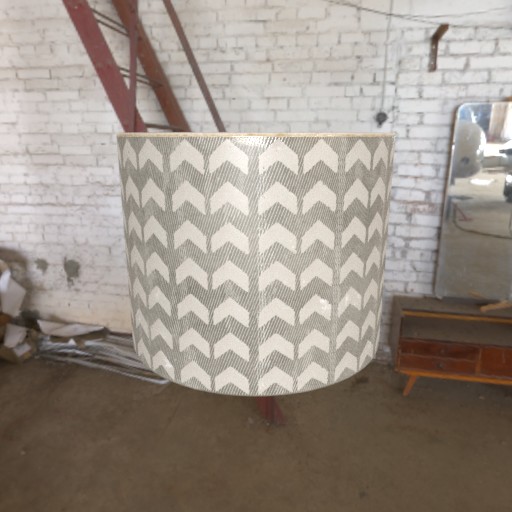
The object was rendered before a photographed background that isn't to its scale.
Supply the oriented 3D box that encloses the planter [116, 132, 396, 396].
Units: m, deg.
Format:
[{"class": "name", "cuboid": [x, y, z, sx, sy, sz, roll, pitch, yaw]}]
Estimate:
[{"class": "planter", "cuboid": [0.000, 0.000, 0.339, 0.190, 0.181, 0.190, 0, 15, 0]}]
